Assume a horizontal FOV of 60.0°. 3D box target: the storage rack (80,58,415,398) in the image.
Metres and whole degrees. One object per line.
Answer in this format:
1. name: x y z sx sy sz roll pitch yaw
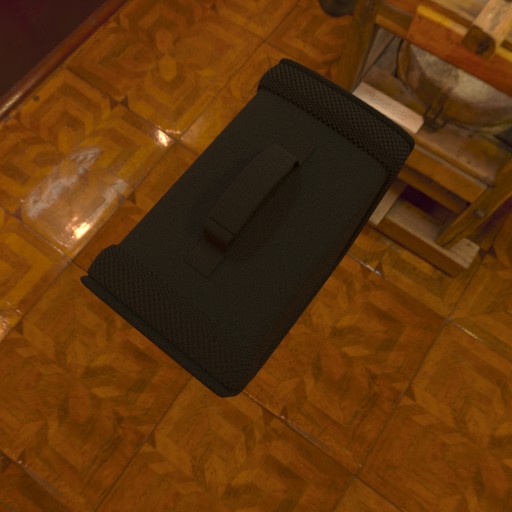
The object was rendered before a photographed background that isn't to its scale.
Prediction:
1. storage rack: 0.000 0.000 0.547 0.168 0.387 0.297 36 76 10
